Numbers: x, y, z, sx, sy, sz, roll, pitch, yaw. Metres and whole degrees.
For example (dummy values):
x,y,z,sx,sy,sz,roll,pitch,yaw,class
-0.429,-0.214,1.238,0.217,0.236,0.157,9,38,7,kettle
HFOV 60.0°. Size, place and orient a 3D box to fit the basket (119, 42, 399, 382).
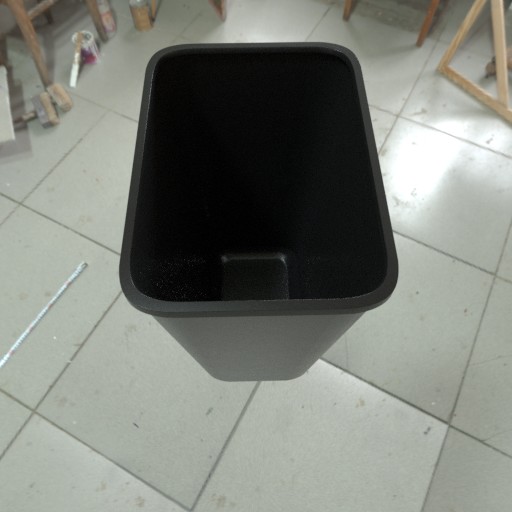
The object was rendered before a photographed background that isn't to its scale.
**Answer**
x,y,z,sx,sy,sz,roll,pitch,yaw,class
0.000,0.000,0.750,0.287,0.521,0.394,-1,62,-1,basket
